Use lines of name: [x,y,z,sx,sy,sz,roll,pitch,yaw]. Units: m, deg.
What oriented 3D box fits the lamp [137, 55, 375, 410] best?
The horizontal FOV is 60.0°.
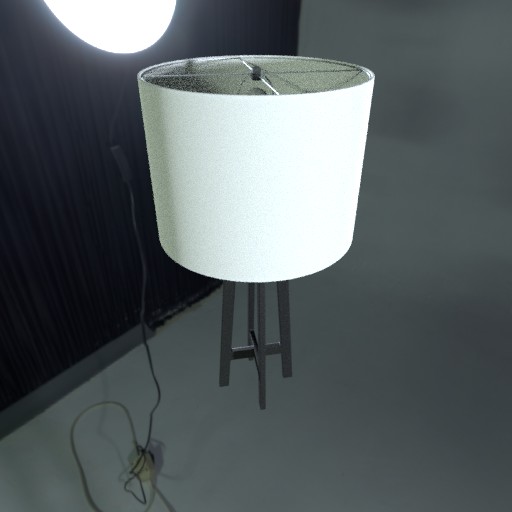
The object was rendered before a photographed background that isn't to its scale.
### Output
lamp: [0.000,0.000,0.618,0.257,0.489,0.257,20,37,29]
